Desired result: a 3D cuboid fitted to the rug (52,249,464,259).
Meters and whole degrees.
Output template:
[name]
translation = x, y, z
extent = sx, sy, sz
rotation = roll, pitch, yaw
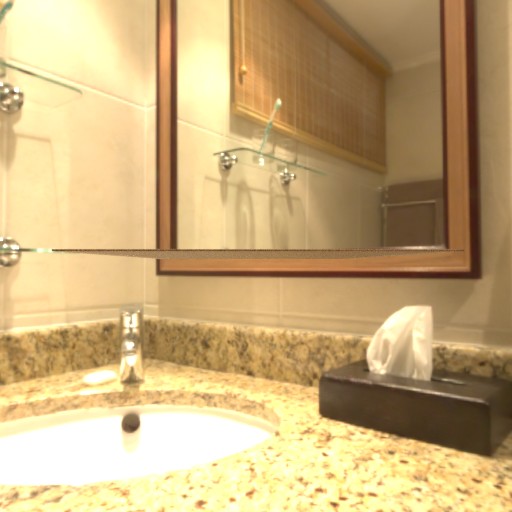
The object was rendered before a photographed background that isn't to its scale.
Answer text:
[rug]
translation = 0.000, 0.000, 4.219
extent = 2.448, 0.013, 3.205
rotation = 0, -1, -1
